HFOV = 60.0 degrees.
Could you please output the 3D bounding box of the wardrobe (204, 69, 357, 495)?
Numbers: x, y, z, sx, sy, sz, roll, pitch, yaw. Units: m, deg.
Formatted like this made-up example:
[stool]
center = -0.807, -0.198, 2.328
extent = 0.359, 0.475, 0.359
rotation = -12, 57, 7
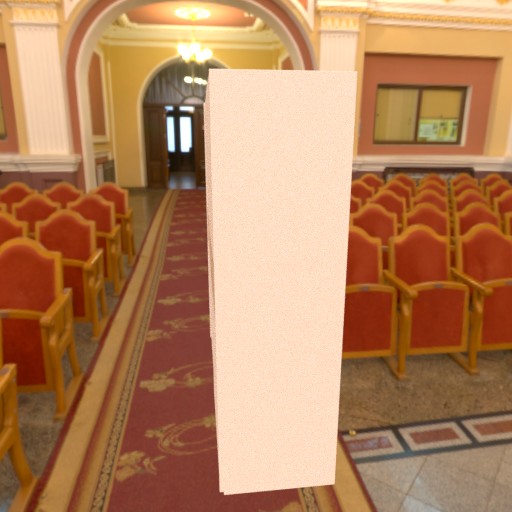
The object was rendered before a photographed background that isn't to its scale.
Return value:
[wardrobe]
center = 0.000, 0.000, 2.904
extent = 0.600, 2.020, 1.830
rotation = -2, 15, -7
